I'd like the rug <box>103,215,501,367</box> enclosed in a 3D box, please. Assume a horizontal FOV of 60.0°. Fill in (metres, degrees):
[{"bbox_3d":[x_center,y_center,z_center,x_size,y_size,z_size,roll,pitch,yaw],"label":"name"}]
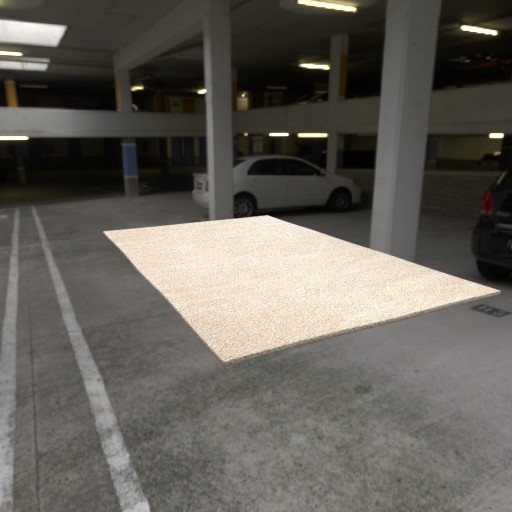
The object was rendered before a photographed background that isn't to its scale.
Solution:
[{"bbox_3d":[0.000,0.000,2.857,1.500,0.025,2.346,-8,18,-27],"label":"rug"}]
